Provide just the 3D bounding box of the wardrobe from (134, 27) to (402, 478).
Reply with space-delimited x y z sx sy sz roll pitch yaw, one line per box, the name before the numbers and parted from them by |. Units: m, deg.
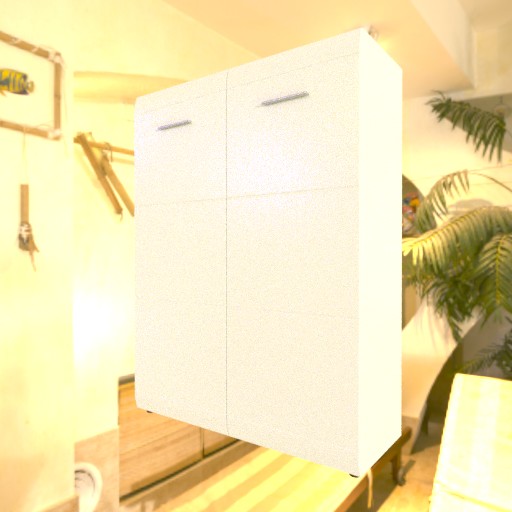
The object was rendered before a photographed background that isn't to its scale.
wardrobe | 0.000 0.000 1.547 0.900 1.200 0.360 0 1 36
